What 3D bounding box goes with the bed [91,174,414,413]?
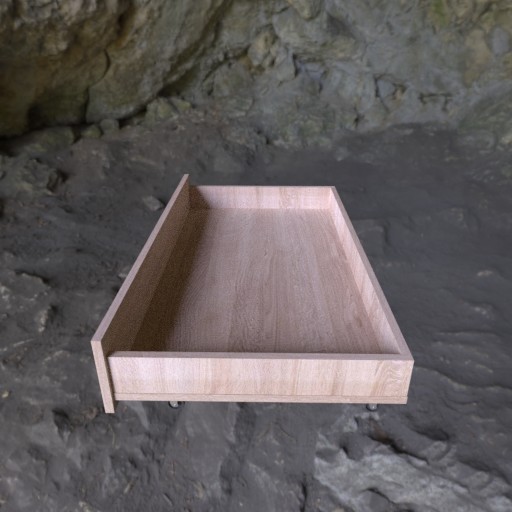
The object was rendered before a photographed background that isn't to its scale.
[{"bbox_3d":[0.000,0.000,1.485,0.685,0.209,1.200,0,27,1],"label":"bed"}]
